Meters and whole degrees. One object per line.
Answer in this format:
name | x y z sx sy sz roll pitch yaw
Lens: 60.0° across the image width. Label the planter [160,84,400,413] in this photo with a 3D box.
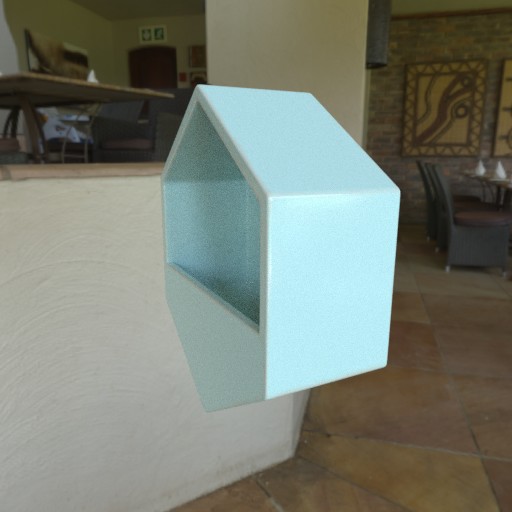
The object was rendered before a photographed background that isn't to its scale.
planter | 0.000 0.000 0.290 0.078 0.207 0.169 -7 15 -27
